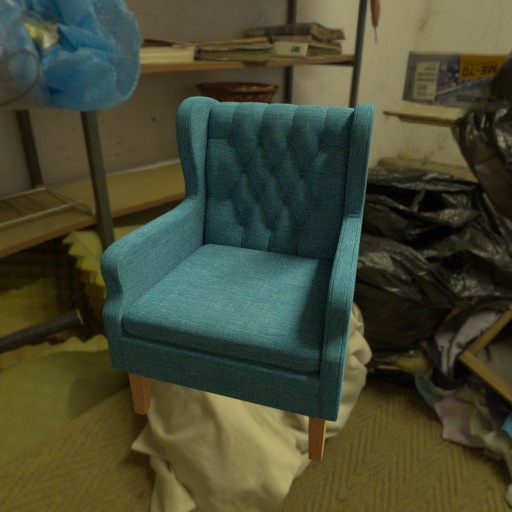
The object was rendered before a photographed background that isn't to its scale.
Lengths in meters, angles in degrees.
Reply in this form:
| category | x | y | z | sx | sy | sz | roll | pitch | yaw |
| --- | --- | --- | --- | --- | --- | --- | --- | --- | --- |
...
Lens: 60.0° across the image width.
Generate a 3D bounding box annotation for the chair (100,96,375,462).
| category | x | y | z | sx | sy | sz | roll | pitch | yaw |
| --- | --- | --- | --- | --- | --- | --- | --- | --- | --- |
| chair | 0.000 | 0.000 | 1.506 | 0.711 | 0.952 | 0.775 | 8 | 28 | 16 |
